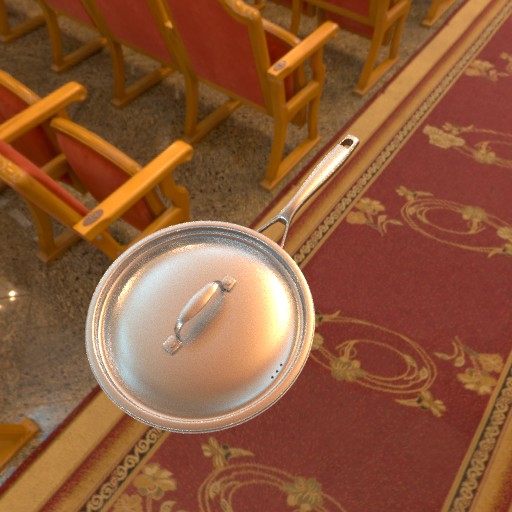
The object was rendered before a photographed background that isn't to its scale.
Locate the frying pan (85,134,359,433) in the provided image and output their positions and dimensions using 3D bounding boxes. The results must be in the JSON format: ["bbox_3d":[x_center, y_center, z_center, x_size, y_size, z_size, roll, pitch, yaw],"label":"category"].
[{"bbox_3d":[0.000,0.000,0.585,0.272,0.086,0.490,33,63,19],"label":"frying pan"}]
